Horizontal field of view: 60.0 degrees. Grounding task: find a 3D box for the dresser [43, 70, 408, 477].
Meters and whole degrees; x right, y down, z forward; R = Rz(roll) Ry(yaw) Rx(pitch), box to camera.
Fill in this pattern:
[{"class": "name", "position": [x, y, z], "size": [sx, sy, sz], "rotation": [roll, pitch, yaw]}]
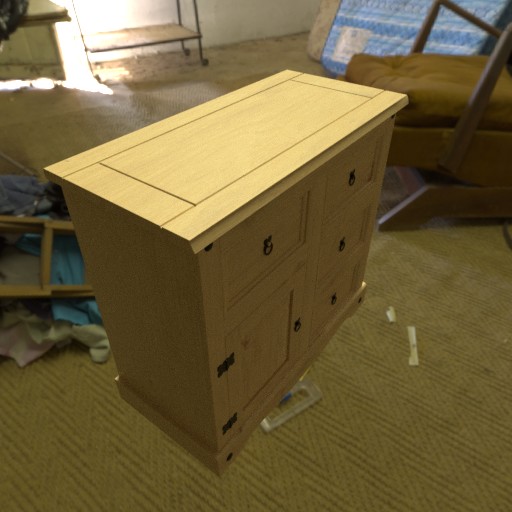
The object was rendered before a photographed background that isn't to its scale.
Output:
[{"class": "dresser", "position": [0.000, 0.000, 1.376], "size": [0.440, 0.835, 0.915], "rotation": [25, 45, 28]}]
